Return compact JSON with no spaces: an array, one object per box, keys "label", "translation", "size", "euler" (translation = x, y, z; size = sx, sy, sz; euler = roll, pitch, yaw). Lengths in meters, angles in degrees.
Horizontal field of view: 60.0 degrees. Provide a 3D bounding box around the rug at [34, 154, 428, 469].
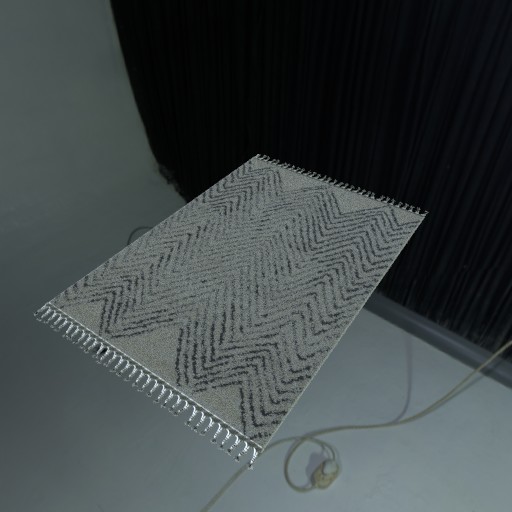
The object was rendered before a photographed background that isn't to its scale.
[{"label":"rug","translation":[0.000,0.000,2.327],"size":[1.230,0.014,1.847],"euler":[25,47,25]}]
